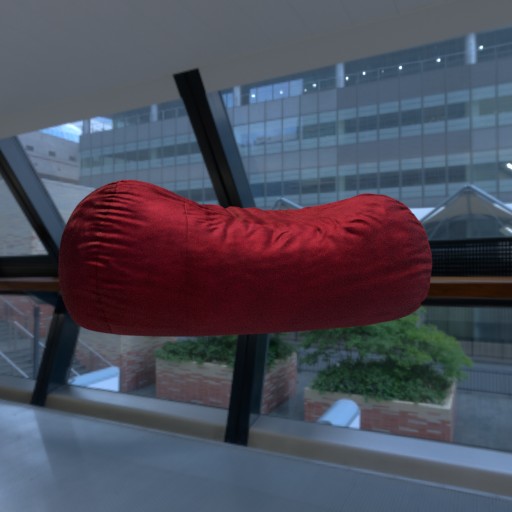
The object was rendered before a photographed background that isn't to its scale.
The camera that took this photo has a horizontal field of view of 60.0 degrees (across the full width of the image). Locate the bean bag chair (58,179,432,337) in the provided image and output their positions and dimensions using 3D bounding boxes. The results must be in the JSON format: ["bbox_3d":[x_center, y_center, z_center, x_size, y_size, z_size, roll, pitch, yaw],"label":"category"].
[{"bbox_3d":[0.000,0.000,2.819,2.293,0.867,1.216,0,-1,-19],"label":"bean bag chair"}]
